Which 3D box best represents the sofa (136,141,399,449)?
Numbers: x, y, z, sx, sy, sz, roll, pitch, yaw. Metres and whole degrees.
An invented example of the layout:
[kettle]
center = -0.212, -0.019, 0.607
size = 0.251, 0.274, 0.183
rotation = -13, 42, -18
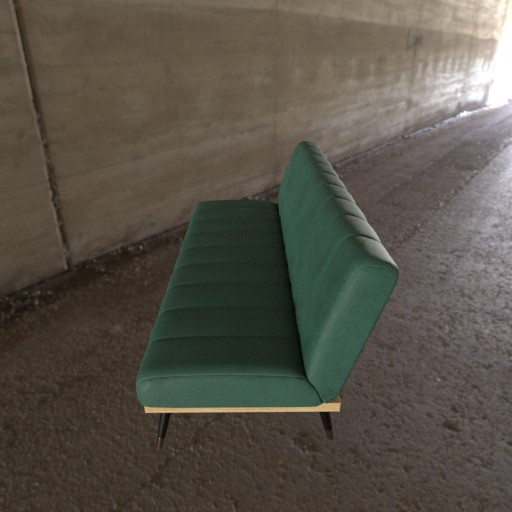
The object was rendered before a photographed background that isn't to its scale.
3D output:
[sofa]
center = 0.000, 0.000, 2.252
size = 0.830, 0.820, 1.810
rotation = 0, 26, 0
